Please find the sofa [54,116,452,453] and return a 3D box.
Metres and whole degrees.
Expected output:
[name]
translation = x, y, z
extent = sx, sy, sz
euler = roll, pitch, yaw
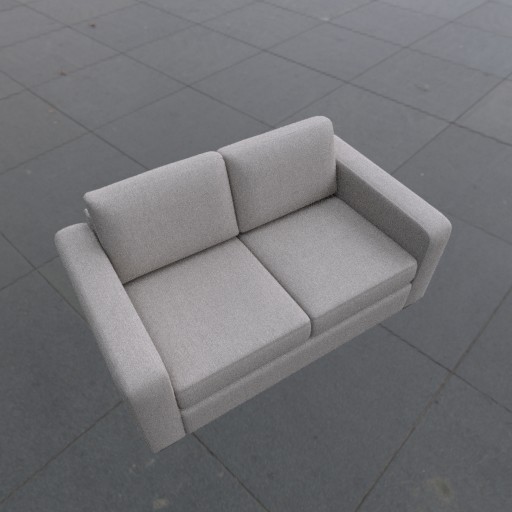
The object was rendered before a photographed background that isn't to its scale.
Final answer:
[sofa]
translation = 0.000, 0.000, 2.051
extent = 1.540, 0.800, 0.900
euler = -24, 52, -21
